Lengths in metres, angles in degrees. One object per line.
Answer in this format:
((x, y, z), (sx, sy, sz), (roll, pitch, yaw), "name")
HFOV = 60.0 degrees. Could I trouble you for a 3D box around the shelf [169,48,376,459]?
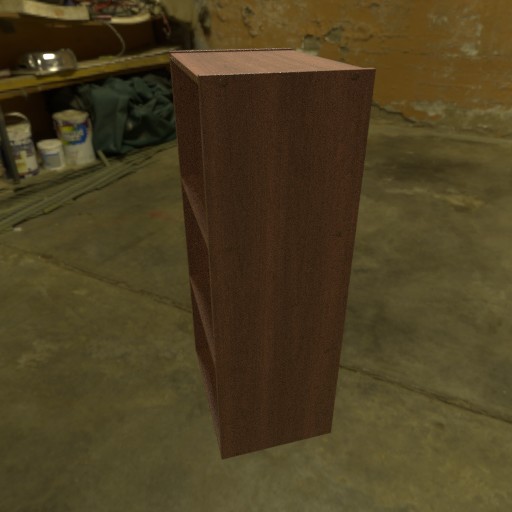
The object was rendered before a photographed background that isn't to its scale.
((0.000, 0.000, 1.075), (0.290, 0.879, 0.414), (-8, 31, -14), "shelf")
